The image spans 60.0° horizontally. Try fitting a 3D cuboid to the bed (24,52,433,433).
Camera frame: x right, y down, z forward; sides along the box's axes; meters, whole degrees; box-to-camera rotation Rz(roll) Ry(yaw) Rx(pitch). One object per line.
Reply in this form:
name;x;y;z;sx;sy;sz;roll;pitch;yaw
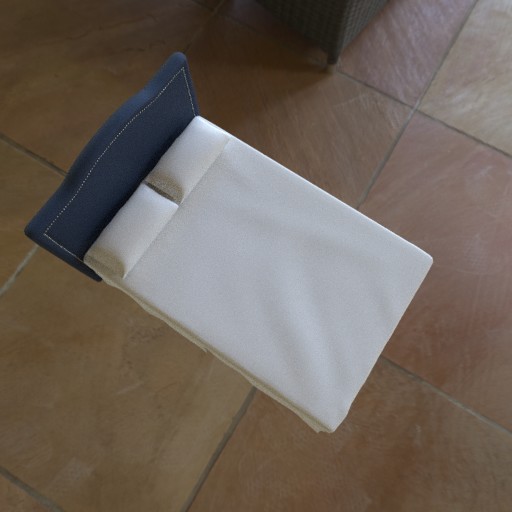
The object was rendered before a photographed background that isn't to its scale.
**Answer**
bed;0.000;0.000;3.459;2.507;1.441;1.741;33;77;8
